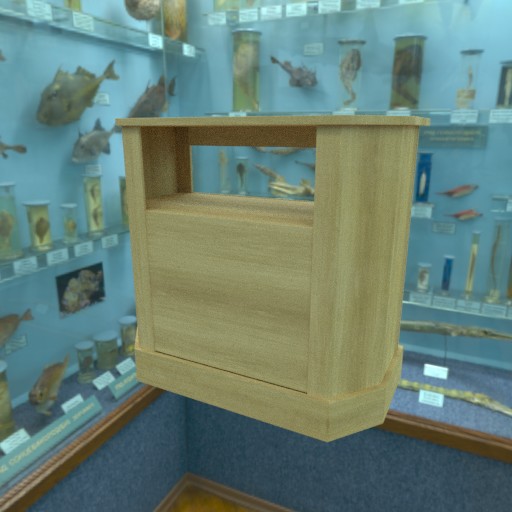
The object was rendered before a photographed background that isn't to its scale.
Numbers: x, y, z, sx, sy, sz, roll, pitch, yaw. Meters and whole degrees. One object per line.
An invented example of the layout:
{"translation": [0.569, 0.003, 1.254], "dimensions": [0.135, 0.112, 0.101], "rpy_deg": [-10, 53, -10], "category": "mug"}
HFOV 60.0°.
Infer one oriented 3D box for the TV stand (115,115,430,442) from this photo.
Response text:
{"translation": [0.000, 0.000, 1.320], "dimensions": [0.851, 0.781, 0.425], "rpy_deg": [8, 18, 26], "category": "TV stand"}
